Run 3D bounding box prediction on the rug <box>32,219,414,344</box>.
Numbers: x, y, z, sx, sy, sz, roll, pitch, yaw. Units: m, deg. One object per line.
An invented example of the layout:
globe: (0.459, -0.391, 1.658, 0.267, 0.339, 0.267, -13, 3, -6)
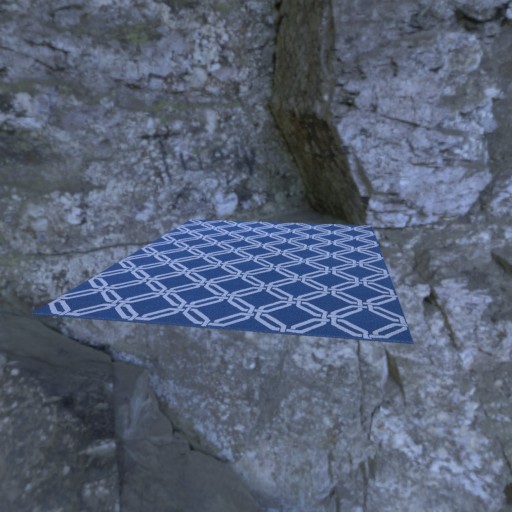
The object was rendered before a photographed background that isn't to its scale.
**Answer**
rug: (0.000, 0.000, 4.317, 2.432, 0.018, 3.342, 3, 16, 10)
